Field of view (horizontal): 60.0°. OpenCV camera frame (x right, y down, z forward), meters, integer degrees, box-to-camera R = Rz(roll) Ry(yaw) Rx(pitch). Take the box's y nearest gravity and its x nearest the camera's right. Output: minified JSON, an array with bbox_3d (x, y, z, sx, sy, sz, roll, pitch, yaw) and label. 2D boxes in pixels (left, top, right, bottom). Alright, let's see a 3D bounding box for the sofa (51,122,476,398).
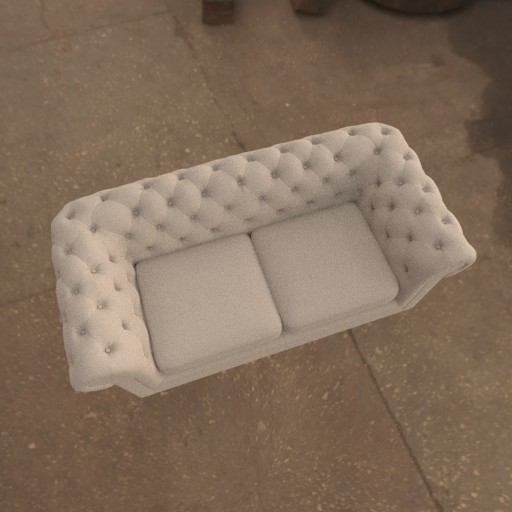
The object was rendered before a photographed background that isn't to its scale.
[{"bbox_3d":[0.000,0.000,2.468,1.998,0.764,0.986,-17,64,-8],"label":"sofa"}]
